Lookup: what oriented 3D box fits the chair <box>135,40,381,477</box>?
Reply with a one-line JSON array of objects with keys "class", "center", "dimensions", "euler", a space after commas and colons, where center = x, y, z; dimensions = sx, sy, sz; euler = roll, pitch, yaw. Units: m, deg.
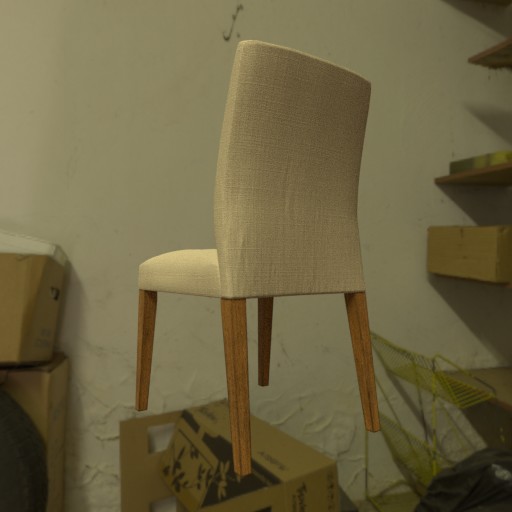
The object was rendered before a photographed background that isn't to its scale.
[{"class": "chair", "center": [0.000, 0.000, 1.279], "dimensions": [0.496, 0.940, 0.585], "euler": [1, -1, -36]}]
